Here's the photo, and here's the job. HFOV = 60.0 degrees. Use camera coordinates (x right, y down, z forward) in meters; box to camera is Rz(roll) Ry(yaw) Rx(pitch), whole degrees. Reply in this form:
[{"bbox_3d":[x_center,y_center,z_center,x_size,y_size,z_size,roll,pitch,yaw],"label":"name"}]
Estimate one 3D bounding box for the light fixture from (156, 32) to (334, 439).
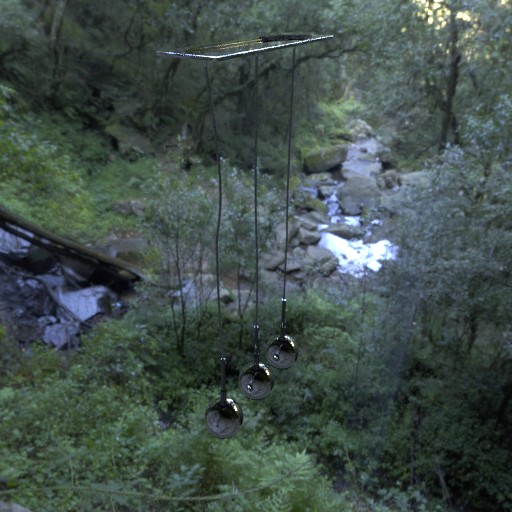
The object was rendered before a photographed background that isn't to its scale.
[{"bbox_3d":[0.000,0.000,1.615,0.188,1.408,0.623,19,36,28],"label":"light fixture"}]
